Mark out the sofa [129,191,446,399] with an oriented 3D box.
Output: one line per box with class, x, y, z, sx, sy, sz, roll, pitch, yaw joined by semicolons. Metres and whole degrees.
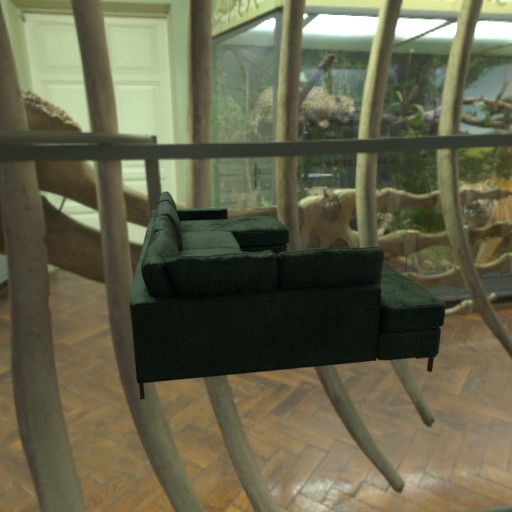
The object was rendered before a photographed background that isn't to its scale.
sofa;0.000;0.000;4.069;1.992;0.861;2.994;-3;17;-10
